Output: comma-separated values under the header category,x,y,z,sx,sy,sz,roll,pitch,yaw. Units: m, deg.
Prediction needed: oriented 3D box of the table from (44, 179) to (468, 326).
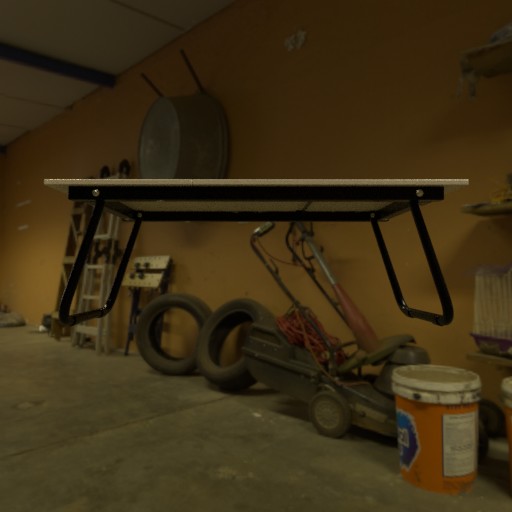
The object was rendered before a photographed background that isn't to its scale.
category,x,y,z,sx,sy,sz,roll,pitch,yaw
table,0.000,0.000,0.826,0.644,0.242,0.322,0,-2,0
